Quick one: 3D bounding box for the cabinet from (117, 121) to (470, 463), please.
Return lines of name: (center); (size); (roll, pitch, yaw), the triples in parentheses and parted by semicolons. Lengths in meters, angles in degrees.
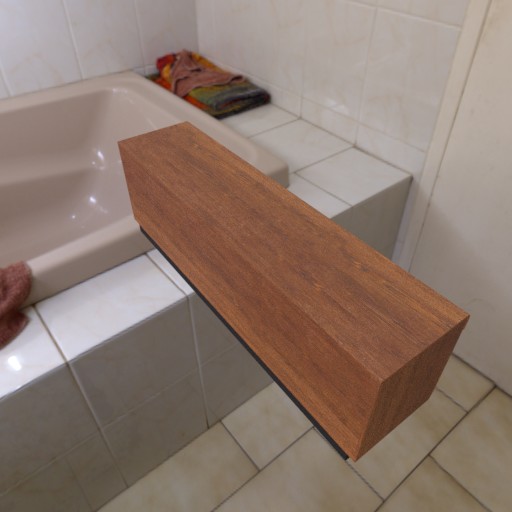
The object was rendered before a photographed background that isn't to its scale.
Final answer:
cabinet: (0.000, 0.000, 1.842); (0.419, 0.510, 1.600); (-26, 48, -27)
